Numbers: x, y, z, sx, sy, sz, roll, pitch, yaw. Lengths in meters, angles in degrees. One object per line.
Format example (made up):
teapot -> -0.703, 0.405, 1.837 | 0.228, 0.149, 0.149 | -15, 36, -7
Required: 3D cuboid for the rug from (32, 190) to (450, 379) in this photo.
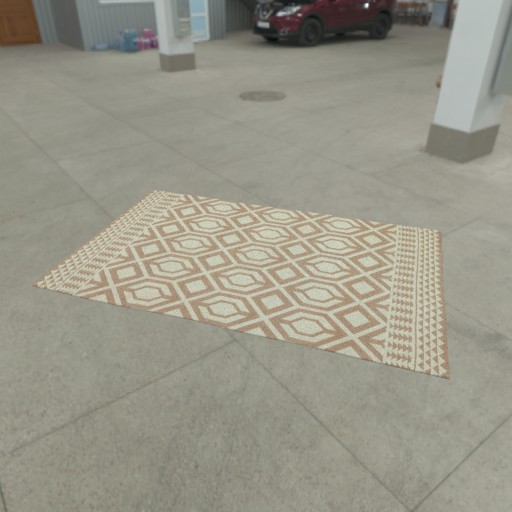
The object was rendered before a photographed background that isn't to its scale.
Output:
rug -> 0.000, 0.000, 3.032 | 2.435, 0.011, 1.526 | 10, 34, 15
